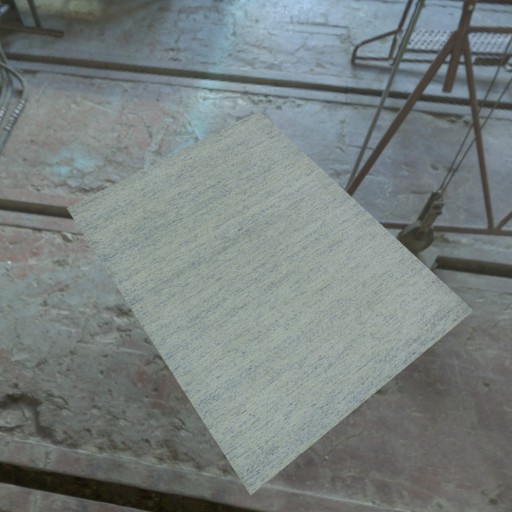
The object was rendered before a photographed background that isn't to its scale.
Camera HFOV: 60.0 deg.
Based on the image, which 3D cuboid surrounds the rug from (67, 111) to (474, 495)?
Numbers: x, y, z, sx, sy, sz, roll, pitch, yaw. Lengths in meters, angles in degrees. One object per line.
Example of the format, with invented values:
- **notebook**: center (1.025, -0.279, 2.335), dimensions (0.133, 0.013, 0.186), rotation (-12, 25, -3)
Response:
- **rug**: center (0.000, 0.000, 4.221), dimensions (2.438, 0.006, 3.197), rotation (-32, 64, -18)
